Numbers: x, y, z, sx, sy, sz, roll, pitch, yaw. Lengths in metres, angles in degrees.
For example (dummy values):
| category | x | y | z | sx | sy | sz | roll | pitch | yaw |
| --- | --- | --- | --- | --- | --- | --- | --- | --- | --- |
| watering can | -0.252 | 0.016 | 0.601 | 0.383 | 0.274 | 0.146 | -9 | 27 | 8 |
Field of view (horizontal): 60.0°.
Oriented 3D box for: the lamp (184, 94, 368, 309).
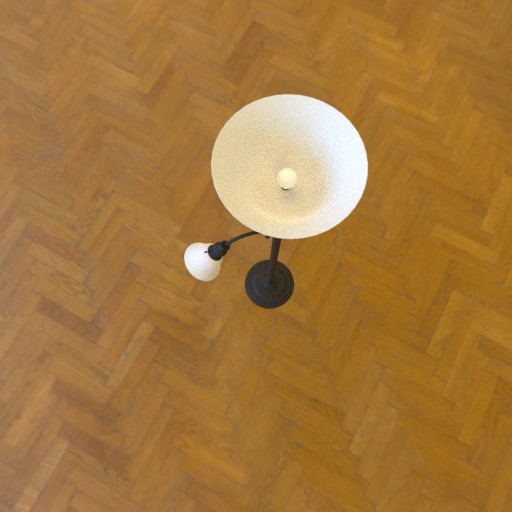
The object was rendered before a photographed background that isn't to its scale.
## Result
| category | x | y | z | sx | sy | sz | roll | pitch | yaw |
| --- | --- | --- | --- | --- | --- | --- | --- | --- | --- |
| lamp | 0.000 | 0.000 | 2.010 | 0.588 | 1.793 | 0.405 | -17 | 77 | -4 |
